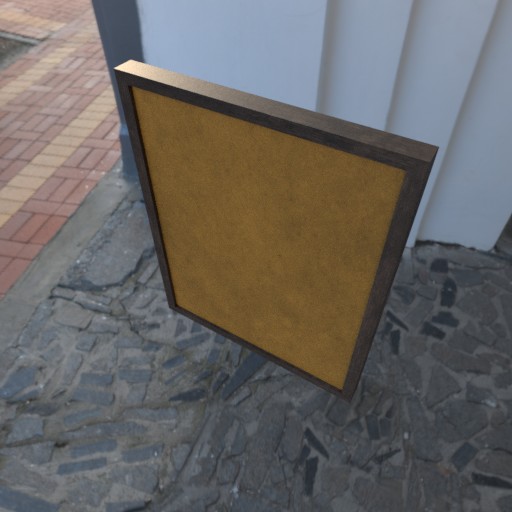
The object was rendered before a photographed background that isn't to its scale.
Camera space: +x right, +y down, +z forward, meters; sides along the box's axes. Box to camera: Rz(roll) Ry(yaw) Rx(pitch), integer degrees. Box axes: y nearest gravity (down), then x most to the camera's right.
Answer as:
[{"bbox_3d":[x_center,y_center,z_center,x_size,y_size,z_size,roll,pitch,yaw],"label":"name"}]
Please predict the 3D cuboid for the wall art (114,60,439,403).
[{"bbox_3d":[0.000,0.000,0.554,0.329,0.406,0.027,23,50,21],"label":"wall art"}]
